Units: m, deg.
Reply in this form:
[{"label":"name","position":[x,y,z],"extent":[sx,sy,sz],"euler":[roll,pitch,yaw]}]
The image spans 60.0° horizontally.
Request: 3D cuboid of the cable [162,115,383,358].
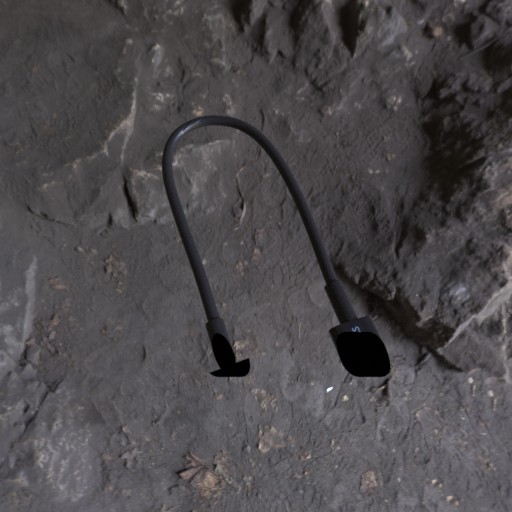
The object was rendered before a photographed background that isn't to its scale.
[{"label":"cable","position":[0.000,0.000,0.111],"extent":[0.041,0.005,0.098],"euler":[-17,64,-8]}]
